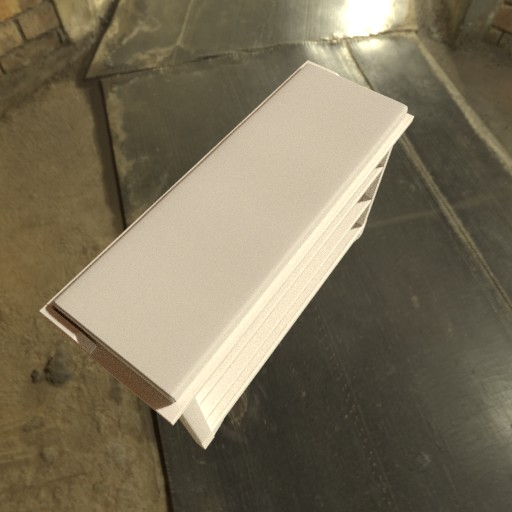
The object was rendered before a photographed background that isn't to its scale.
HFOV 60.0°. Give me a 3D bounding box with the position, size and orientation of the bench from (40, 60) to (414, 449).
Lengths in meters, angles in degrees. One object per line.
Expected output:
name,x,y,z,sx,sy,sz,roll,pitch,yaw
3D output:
bench,0.000,0.000,1.264,0.346,0.589,0.987,32,64,18
